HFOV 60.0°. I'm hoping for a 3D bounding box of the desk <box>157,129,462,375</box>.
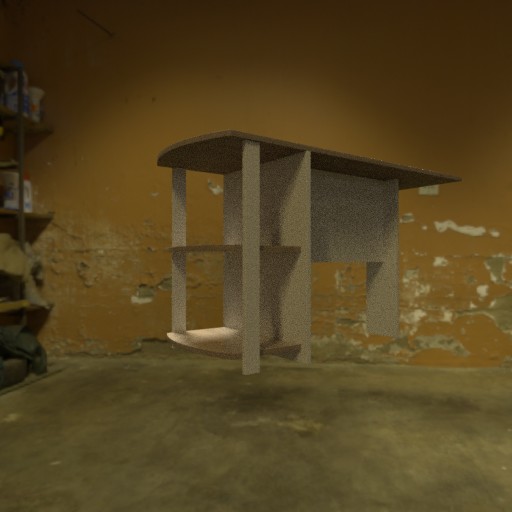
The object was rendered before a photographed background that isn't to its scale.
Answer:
[{"bbox_3d":[0.000,0.000,2.158,1.303,0.716,1.361,0,-1,-36],"label":"desk"}]
